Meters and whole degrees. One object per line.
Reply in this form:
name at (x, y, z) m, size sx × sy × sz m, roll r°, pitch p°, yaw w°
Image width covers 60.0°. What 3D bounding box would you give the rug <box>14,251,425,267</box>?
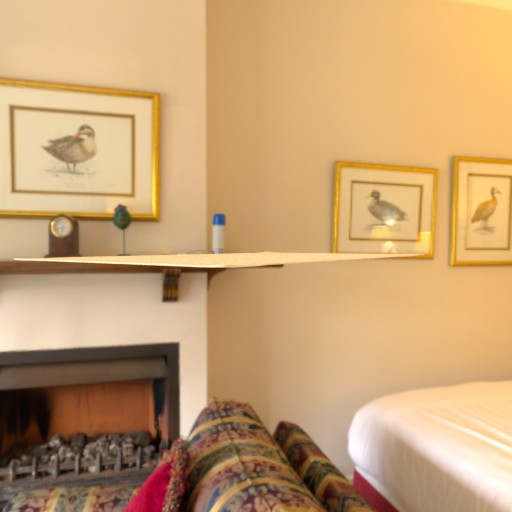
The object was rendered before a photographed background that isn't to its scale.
rug at (0.000, 0.000, 2.949) m, size 1.518 × 0.023 × 2.434 m, roll 1°, pitch 2°, yaw 36°
